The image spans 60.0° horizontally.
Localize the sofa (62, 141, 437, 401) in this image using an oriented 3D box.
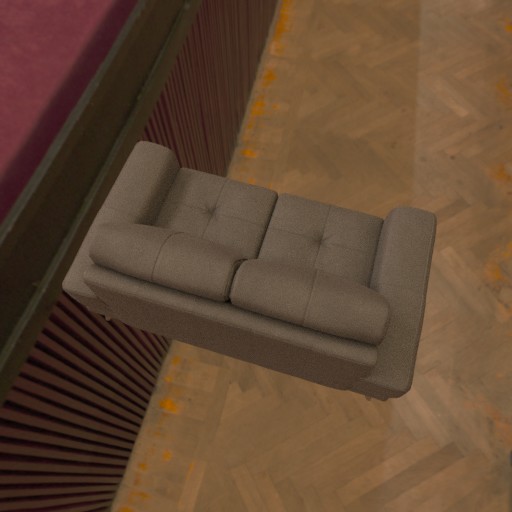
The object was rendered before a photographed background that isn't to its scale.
[{"bbox_3d":[0.000,0.000,2.395,1.806,0.907,1.018,15,64,8],"label":"sofa"}]
